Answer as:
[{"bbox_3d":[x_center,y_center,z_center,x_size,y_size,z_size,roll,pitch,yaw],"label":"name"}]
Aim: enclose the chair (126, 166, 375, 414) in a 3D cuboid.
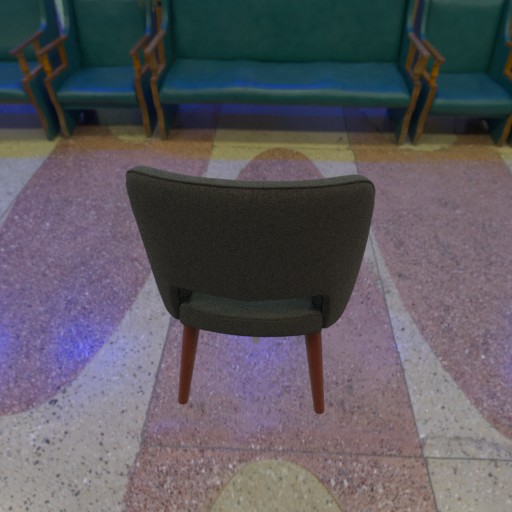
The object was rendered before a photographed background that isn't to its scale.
[{"bbox_3d":[0.000,0.000,1.213,0.559,0.838,0.560,3,44,3],"label":"chair"}]
